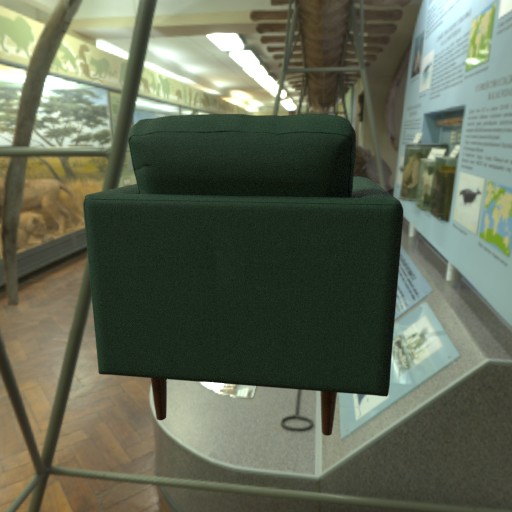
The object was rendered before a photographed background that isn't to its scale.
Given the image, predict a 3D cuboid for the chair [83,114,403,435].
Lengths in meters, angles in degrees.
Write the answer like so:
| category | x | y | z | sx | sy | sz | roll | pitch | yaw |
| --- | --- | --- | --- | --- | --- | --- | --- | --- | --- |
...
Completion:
| category | x | y | z | sx | sy | sz | roll | pitch | yaw |
| --- | --- | --- | --- | --- | --- | --- | --- | --- | --- |
| chair | 0.000 | 0.000 | 1.563 | 0.855 | 0.927 | 0.800 | 2 | 15 | 8 |
